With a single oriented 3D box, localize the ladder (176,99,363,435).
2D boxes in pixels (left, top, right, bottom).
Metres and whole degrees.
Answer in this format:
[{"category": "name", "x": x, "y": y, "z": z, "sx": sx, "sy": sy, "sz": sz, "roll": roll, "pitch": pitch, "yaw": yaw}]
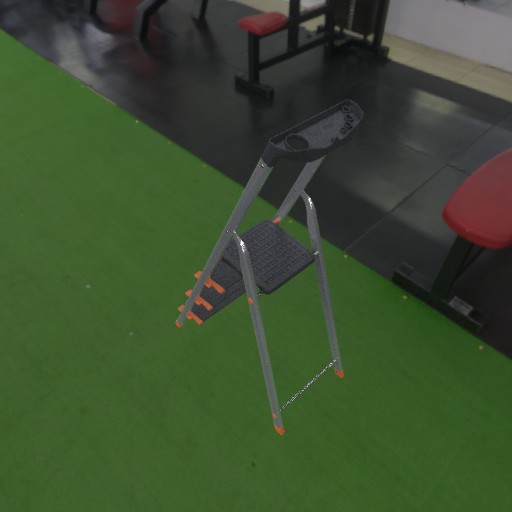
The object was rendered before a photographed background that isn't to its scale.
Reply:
[{"category": "ladder", "x": 0.000, "y": 0.000, "z": 1.819, "sx": 0.452, "sy": 1.429, "sz": 0.834, "roll": -34, "pitch": 55, "yaw": -27}]
